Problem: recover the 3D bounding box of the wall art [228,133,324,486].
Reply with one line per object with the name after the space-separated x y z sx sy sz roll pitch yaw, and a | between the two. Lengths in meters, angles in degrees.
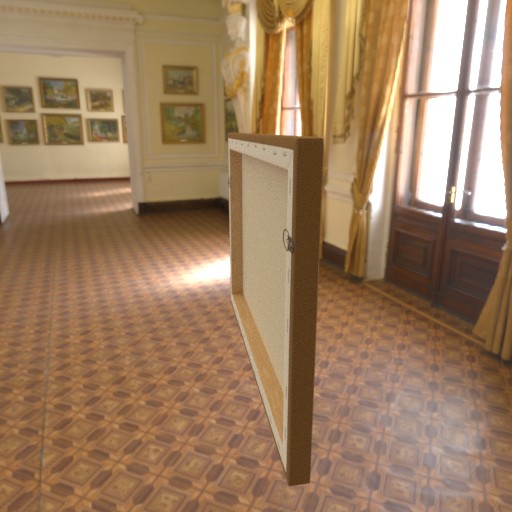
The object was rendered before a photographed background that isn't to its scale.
0.000 0.000 0.479 0.019 0.254 0.380 -3 16 -9 | wall art
